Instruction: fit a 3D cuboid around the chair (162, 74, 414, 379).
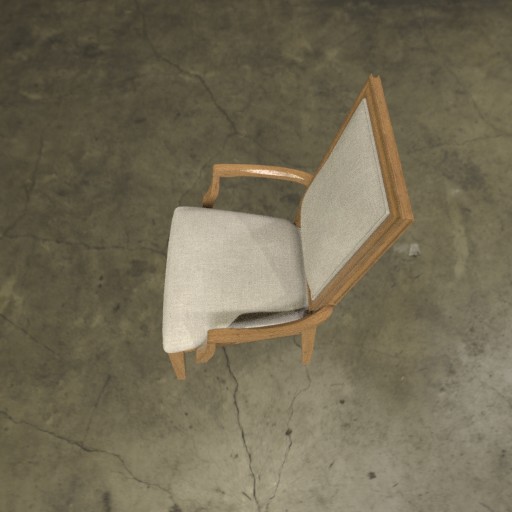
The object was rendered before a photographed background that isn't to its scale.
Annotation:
[{"bbox_3d":[0.000,0.000,1.374,0.602,0.990,0.606,-1,60,-1],"label":"chair"}]
